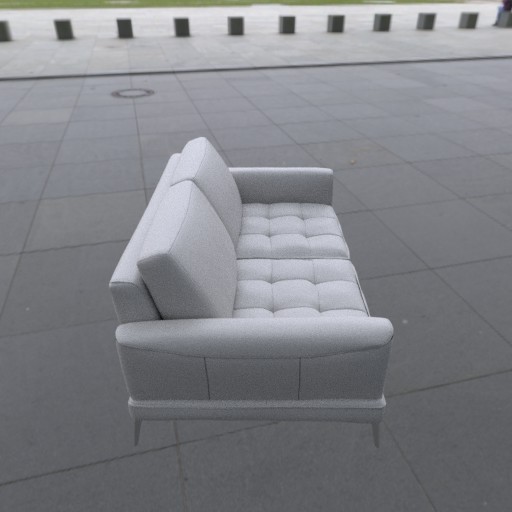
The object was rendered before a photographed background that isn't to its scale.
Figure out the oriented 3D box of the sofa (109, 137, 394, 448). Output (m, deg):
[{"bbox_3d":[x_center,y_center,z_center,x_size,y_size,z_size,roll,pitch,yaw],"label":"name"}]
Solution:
[{"bbox_3d":[0.000,0.000,2.481,1.121,0.930,1.819,0,32,0],"label":"sofa"}]
